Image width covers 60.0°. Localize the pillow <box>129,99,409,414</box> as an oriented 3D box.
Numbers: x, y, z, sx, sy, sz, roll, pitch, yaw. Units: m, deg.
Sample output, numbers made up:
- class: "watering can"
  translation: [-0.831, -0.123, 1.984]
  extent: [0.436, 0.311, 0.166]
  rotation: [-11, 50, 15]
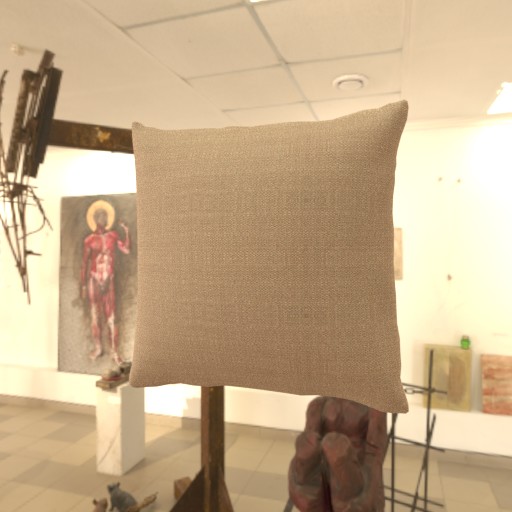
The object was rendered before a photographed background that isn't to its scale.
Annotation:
- class: "pillow"
  translation: [0.000, 0.000, 0.795]
  extent: [0.521, 0.519, 0.215]
  rotation: [0, 1, 17]
